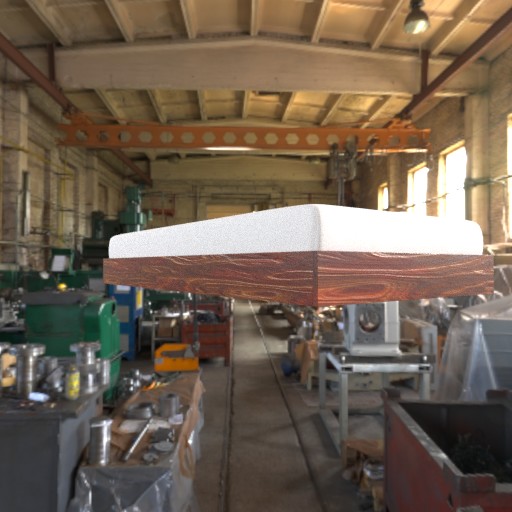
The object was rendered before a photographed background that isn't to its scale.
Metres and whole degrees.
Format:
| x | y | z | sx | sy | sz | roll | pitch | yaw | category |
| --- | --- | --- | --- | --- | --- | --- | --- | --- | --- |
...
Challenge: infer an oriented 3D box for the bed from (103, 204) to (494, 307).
| x | y | z | sx | sy | sz | roll | pitch | yaw | category |
| --- | --- | --- | --- | --- | --- | --- | --- | --- | --- |
| 0.000 | 0.000 | 2.207 | 0.940 | 0.312 | 1.860 | 1 | -1 | -36 | bed |
